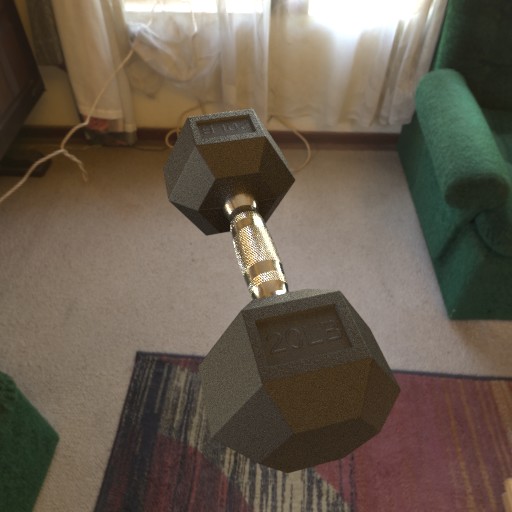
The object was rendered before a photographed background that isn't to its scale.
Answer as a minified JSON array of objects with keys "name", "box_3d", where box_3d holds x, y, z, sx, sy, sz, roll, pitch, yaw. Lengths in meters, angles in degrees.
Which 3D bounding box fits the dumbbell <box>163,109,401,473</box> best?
[{"name":"dumbbell","box_3d":[0.000,0.000,0.342,0.116,0.101,0.297,-10,48,-9]}]
